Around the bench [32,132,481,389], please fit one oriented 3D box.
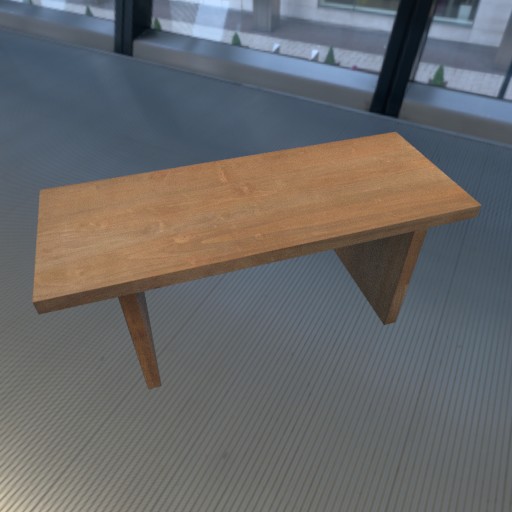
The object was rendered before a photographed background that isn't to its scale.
[{"bbox_3d":[0.000,0.000,1.426,1.183,0.458,0.458,-12,44,-13],"label":"bench"}]
